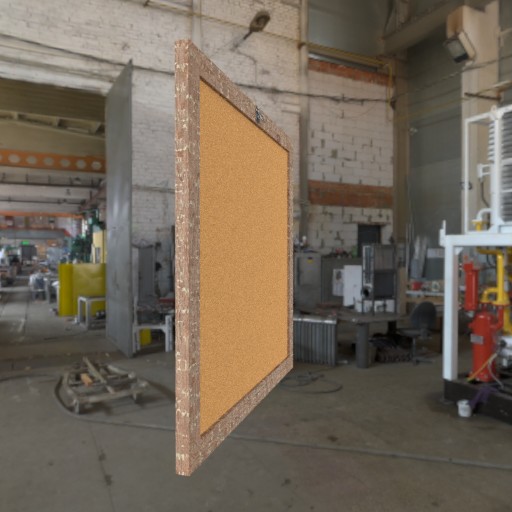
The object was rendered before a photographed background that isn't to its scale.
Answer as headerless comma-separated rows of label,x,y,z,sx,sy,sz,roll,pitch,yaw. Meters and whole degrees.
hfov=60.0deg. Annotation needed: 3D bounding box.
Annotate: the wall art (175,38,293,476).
wall art,0.000,0.000,0.565,0.022,0.380,0.380,0,1,19
